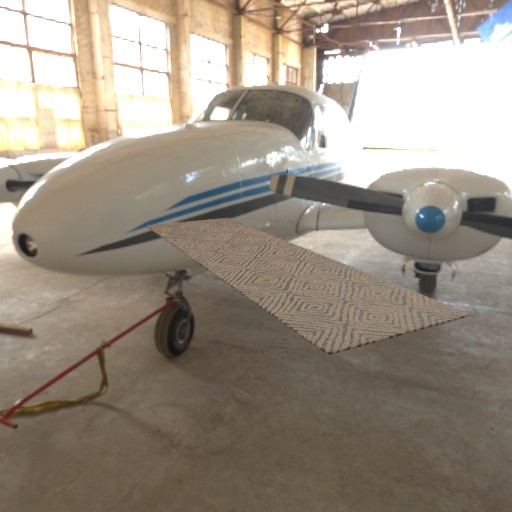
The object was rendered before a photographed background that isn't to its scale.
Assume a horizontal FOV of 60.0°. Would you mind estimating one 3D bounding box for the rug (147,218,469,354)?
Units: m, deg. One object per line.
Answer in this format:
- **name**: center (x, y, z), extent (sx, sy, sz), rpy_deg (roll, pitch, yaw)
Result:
- **rug**: center (0.000, 0.000, 2.526), extent (0.676, 0.008, 2.277), rpy_deg (-8, 17, -27)
